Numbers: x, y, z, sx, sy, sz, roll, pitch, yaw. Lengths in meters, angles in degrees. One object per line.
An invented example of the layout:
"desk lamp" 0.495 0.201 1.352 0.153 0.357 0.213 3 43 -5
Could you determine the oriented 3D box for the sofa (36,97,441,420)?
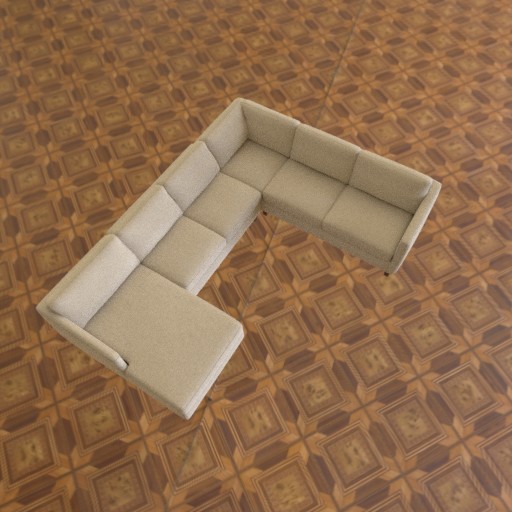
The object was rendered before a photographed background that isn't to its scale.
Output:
"sofa" 0.000 0.000 4.404 2.551 0.853 3.238 28 63 16
